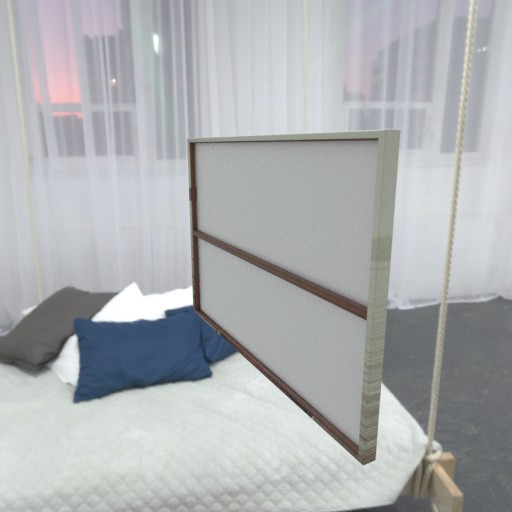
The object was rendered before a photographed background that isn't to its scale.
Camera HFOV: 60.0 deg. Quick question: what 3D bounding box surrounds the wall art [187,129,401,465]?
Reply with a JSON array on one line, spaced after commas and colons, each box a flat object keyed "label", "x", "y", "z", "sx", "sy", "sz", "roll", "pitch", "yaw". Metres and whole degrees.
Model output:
[{"label": "wall art", "x": 0.000, "y": 0.000, "z": 1.454, "sx": 0.040, "sy": 0.765, "sz": 1.149, "roll": -7, "pitch": 16, "yaw": -27}]
